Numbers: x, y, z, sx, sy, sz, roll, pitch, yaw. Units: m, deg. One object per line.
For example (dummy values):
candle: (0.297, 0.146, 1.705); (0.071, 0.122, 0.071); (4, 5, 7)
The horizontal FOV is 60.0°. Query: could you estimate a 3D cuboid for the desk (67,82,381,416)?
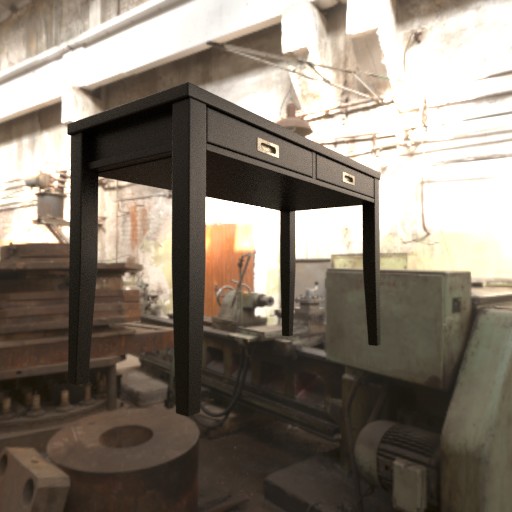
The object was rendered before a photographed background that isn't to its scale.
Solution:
desk: (0.000, 0.000, 1.656); (0.508, 0.775, 1.220); (-1, -2, 36)
